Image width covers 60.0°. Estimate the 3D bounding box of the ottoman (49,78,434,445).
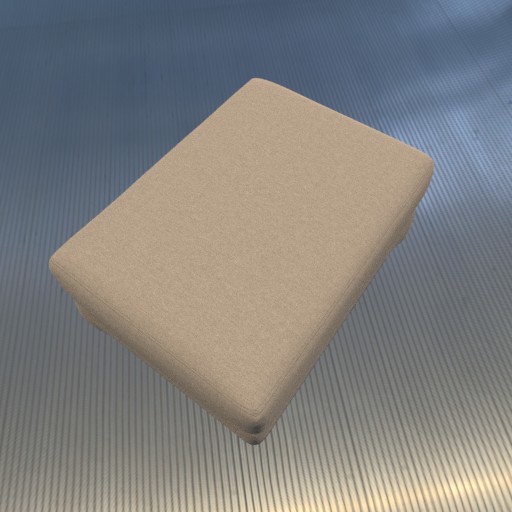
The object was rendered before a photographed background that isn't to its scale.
[{"bbox_3d":[0.000,0.000,1.162,0.574,0.497,0.773,32,64,18],"label":"ottoman"}]
